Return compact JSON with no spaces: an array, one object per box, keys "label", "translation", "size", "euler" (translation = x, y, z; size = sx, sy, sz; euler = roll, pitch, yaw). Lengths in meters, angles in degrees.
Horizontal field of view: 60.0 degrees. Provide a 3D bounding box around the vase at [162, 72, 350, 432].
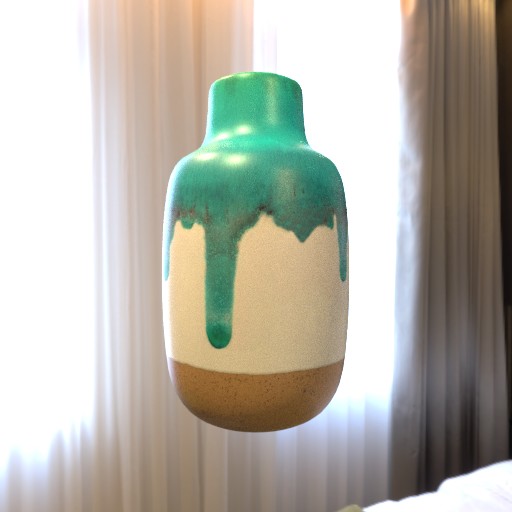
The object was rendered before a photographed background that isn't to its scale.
[{"label":"vase","translation":[0.000,0.000,0.256],"size":[0.106,0.192,0.106],"euler":[0,1,0]}]
